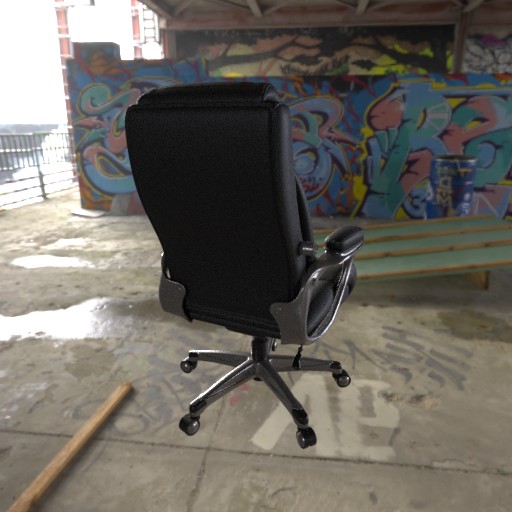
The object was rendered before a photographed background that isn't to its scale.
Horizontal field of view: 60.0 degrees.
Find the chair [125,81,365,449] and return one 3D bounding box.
[{"bbox_3d":[0.000,0.000,1.653,0.741,1.167,0.784,8,19,26],"label":"chair"}]
